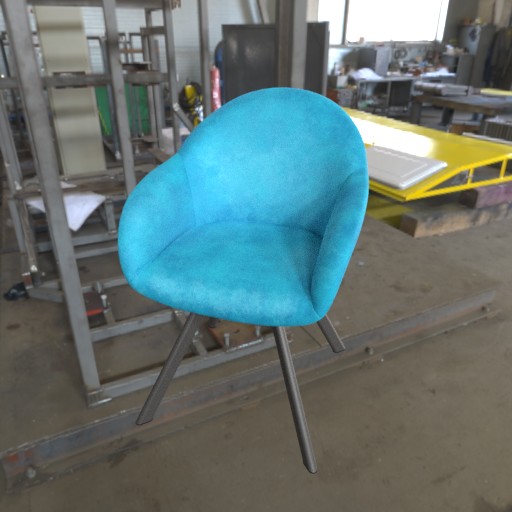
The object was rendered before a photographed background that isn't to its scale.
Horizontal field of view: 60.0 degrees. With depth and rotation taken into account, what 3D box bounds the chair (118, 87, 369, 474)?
[{"bbox_3d":[0.000,0.000,1.184,0.550,0.795,0.590,8,28,16],"label":"chair"}]
